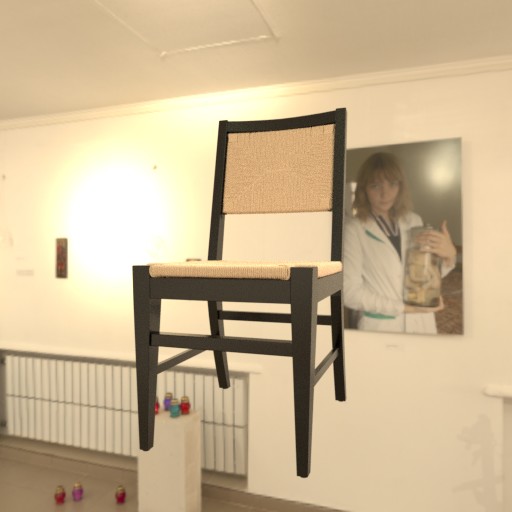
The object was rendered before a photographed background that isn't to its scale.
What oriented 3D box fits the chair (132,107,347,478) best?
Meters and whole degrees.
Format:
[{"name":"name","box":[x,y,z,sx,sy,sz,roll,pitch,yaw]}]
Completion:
[{"name":"chair","box":[0.000,0.000,1.234,0.437,0.927,0.552,0,1,19]}]
